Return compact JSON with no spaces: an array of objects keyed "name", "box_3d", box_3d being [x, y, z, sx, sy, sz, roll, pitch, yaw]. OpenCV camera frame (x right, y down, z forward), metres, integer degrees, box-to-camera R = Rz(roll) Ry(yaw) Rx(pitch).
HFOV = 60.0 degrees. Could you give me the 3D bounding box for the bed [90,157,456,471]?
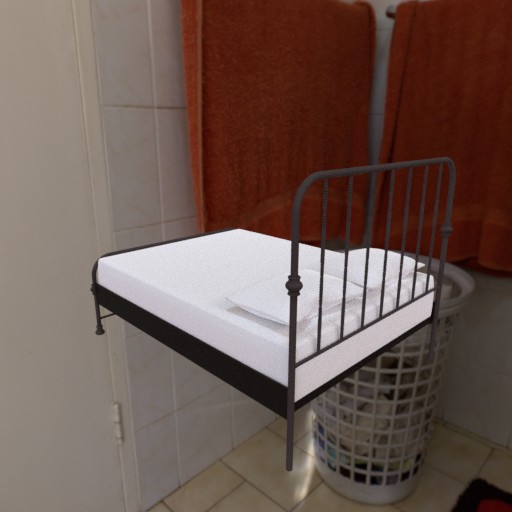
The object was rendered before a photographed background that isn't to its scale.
[{"name":"bed","box_3d":[0.000,0.000,3.214,1.616,1.446,2.134,-15,23,-42]}]
